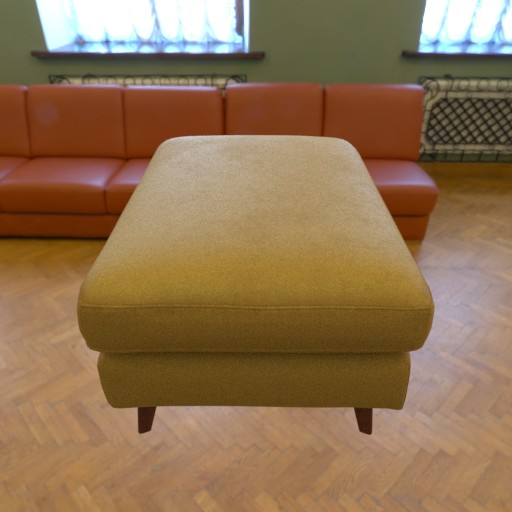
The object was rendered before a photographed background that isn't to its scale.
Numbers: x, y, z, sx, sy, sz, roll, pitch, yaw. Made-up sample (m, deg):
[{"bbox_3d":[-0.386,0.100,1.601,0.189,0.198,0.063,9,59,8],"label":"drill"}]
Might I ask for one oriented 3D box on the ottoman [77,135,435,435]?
[{"bbox_3d":[0.000,0.000,1.117,0.608,0.449,0.811,0,33,0],"label":"ottoman"}]
